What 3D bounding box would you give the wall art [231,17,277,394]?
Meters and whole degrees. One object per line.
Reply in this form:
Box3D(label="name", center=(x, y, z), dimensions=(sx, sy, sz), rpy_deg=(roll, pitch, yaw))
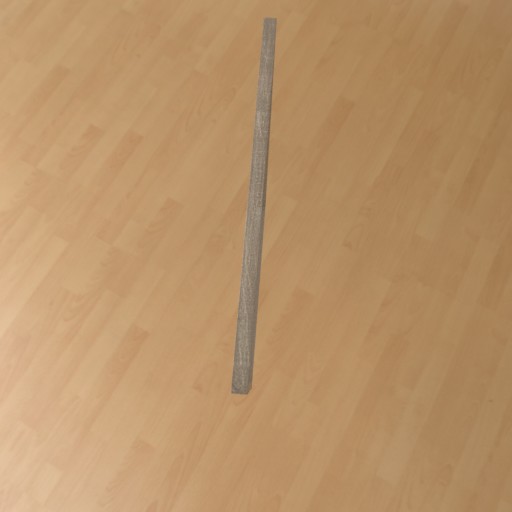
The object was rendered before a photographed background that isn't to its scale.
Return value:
Box3D(label="wall art", center=(0.000, 0.000, 1.342), dimensions=(0.035, 1.022, 0.781), rpy_deg=(4, 74, 1))
